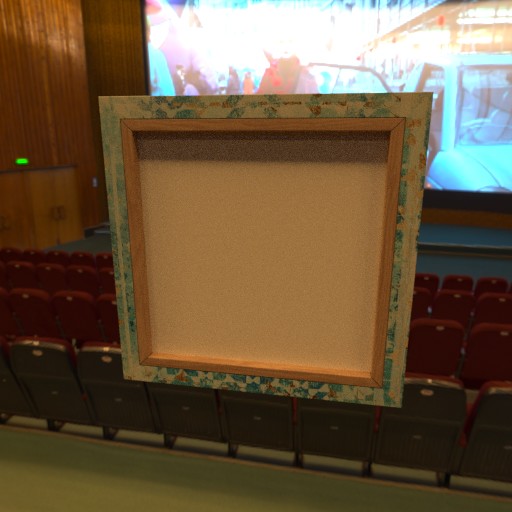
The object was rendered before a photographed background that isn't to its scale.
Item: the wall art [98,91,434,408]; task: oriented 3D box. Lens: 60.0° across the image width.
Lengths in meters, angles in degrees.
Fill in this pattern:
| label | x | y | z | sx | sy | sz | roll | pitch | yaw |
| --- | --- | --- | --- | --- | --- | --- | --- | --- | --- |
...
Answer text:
| label | x | y | z | sx | sy | sz | roll | pitch | yaw |
| --- | --- | --- | --- | --- | --- | --- | --- | --- | --- |
| wall art | 0.000 | 0.000 | 1.336 | 0.916 | 0.916 | 0.040 | 3 | 16 | 10 |
